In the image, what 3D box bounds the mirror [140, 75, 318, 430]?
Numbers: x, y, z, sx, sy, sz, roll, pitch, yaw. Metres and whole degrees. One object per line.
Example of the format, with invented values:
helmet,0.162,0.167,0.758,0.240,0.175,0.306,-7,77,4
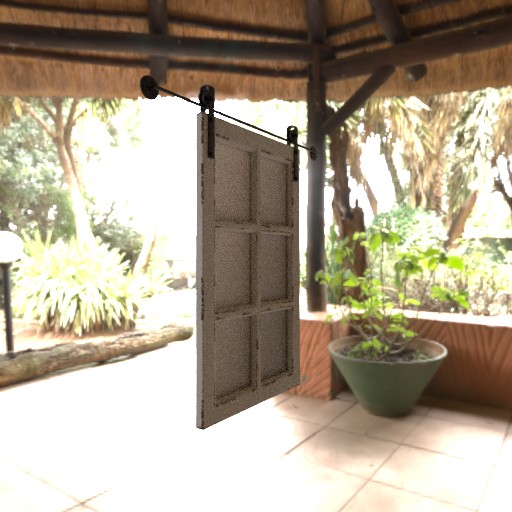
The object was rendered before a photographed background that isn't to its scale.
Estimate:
mirror,0.000,0.000,1.267,0.037,0.844,0.808,0,0,35
